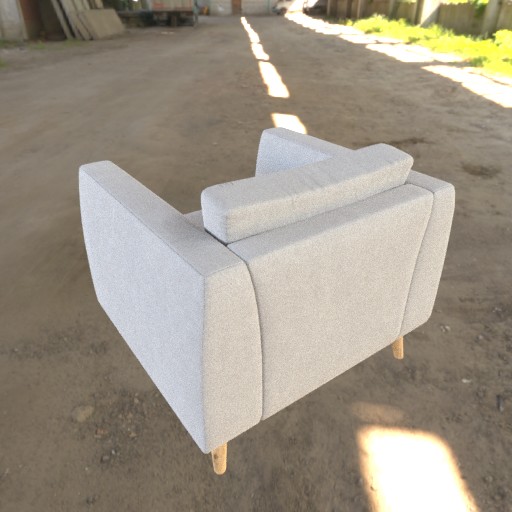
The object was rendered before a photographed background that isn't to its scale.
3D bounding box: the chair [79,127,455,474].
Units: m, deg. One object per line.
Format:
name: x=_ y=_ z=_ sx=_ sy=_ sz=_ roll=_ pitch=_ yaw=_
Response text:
chair: x=0.000 y=0.000 z=1.656 sx=1.000 sy=0.860 sz=0.930 roll=-20 pitch=36 yaw=-30
